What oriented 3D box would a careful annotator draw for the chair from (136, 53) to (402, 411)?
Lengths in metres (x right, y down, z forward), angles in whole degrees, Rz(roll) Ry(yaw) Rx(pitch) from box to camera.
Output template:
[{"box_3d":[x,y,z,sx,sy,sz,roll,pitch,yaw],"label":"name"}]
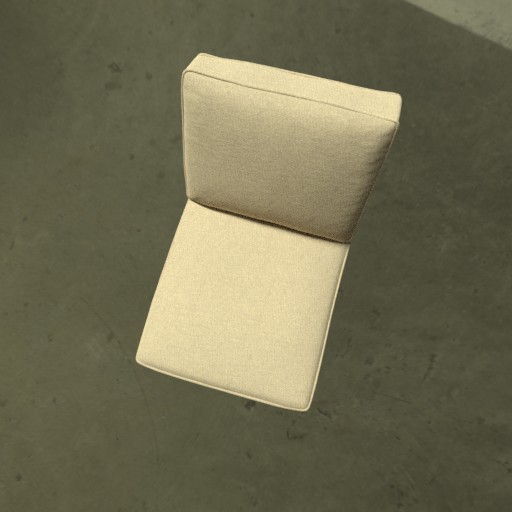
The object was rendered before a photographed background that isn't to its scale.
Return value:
[{"box_3d":[0.000,0.000,1.549,0.621,0.970,0.938,15,75,4],"label":"chair"}]
